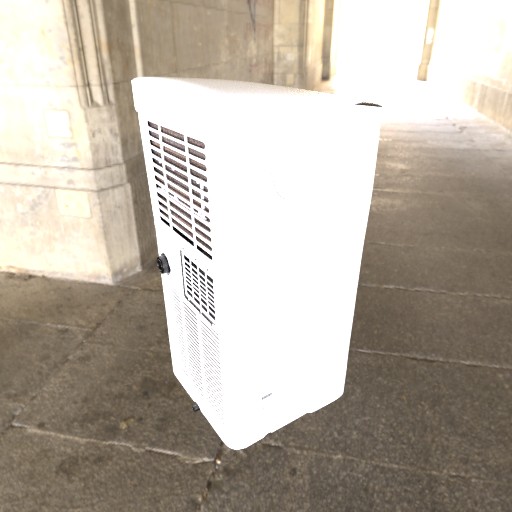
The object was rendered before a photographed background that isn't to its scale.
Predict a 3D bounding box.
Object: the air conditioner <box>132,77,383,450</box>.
[{"bbox_3d":[0.000,0.000,0.944,0.369,0.716,0.352,-16,31,-30],"label":"air conditioner"}]
